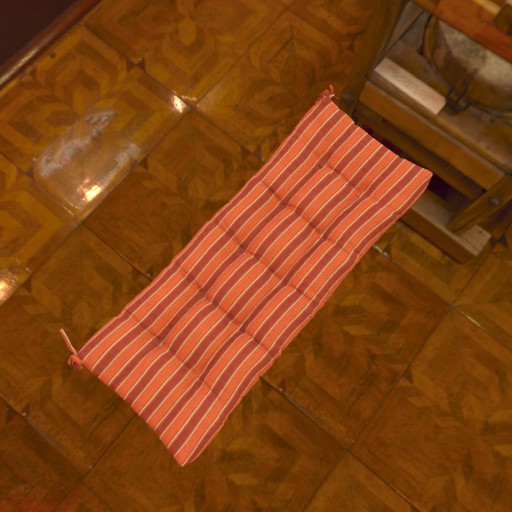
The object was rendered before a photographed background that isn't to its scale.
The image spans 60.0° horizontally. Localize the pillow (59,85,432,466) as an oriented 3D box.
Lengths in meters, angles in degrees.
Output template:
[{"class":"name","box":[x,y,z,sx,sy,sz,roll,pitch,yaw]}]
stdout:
[{"class":"pillow","box":[0.000,0.000,1.336,0.511,0.174,1.194,41,80,9]}]
